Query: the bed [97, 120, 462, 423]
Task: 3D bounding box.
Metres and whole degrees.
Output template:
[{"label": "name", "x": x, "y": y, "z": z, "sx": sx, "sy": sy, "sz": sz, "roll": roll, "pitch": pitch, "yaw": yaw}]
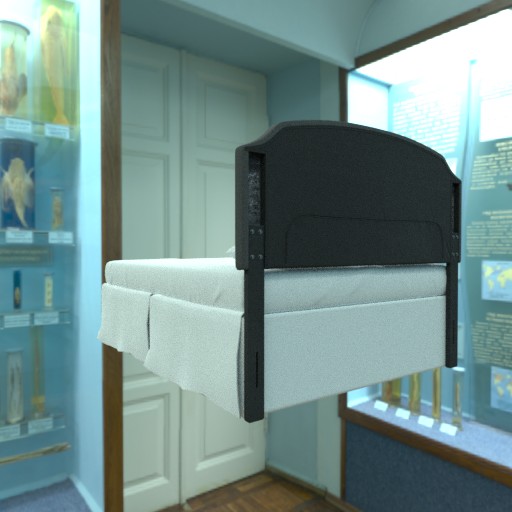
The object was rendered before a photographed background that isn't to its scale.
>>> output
[{"label": "bed", "x": 0.000, "y": 0.000, "z": 2.952, "sx": 1.558, "sy": 1.270, "sz": 1.999, "roll": -1, "pitch": 1, "yaw": -35}]
